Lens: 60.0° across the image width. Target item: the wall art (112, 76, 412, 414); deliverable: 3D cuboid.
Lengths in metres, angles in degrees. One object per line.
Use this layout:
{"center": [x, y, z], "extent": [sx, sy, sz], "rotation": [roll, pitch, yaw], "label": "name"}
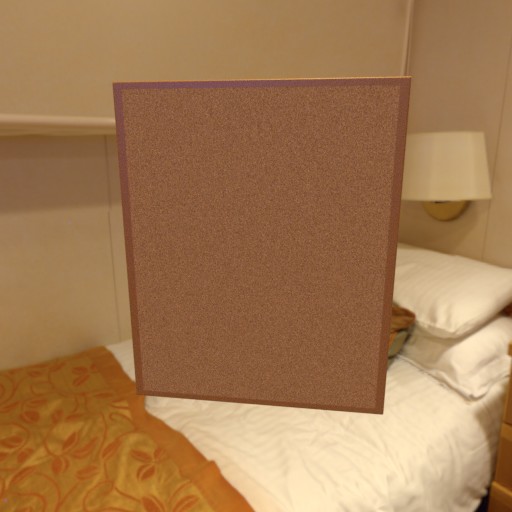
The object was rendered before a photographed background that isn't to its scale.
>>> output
{"center": [0.000, 0.000, 0.509], "extent": [0.310, 0.379, 0.015], "rotation": [2, 15, 8], "label": "wall art"}
